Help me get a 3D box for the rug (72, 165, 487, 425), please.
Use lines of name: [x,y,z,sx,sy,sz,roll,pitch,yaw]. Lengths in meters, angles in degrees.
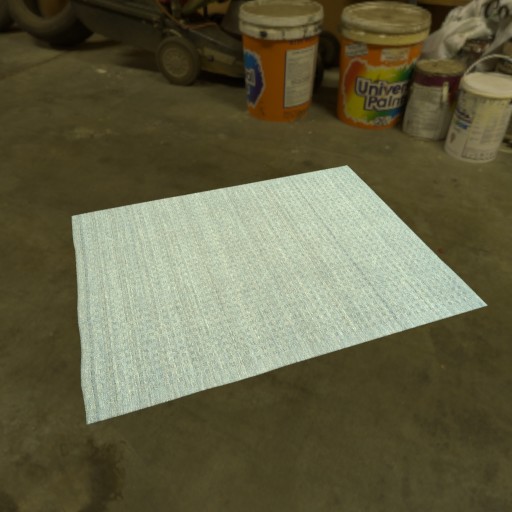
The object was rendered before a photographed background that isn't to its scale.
rug: [0.000,0.000,4.125,3.200,0.007,2.443,-13,43,-14]
